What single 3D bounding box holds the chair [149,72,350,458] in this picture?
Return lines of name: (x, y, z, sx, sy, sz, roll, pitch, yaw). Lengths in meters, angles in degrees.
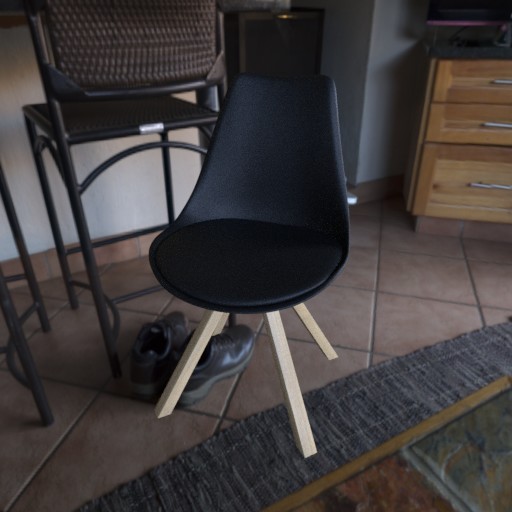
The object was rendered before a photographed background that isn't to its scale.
chair: (0.000, 0.000, 1.172, 0.485, 0.850, 0.549, 8, 29, 15)
